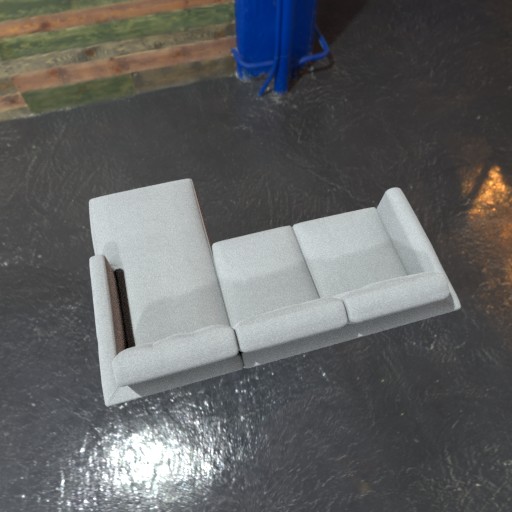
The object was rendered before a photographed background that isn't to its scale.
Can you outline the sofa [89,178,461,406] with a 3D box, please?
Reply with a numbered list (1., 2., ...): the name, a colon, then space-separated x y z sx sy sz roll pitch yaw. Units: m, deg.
1. sofa: 0.000 0.000 2.896 2.040 0.860 1.530 -14 60 -8
